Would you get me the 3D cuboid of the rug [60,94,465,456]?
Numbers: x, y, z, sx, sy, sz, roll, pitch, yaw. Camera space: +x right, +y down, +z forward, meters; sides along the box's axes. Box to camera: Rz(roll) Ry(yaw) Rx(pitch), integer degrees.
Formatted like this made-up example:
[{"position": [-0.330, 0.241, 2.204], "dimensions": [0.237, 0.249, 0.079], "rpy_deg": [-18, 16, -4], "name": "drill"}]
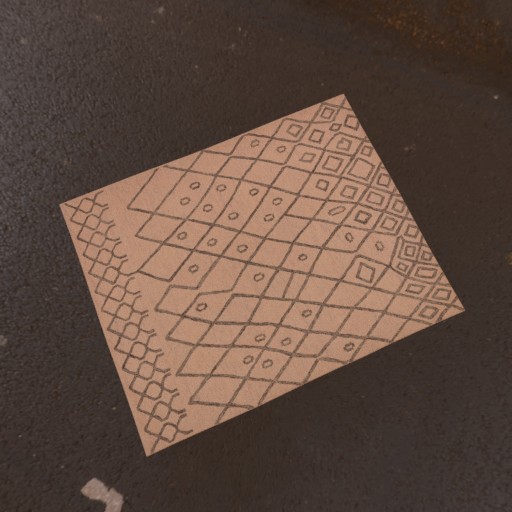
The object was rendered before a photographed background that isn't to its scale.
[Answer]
[{"position": [0.000, 0.000, 4.119], "dimensions": [3.046, 0.015, 2.446], "rpy_deg": [-23, 76, -6], "name": "rug"}]
